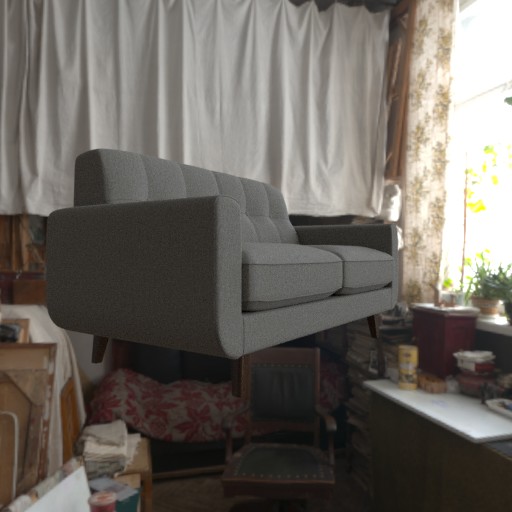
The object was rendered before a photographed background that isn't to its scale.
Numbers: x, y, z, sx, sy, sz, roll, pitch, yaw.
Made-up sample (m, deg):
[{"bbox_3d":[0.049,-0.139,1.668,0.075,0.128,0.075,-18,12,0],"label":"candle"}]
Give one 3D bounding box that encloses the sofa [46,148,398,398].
[{"bbox_3d":[0.000,0.000,2.207,0.952,0.925,1.651,0,0,35],"label":"sofa"}]
